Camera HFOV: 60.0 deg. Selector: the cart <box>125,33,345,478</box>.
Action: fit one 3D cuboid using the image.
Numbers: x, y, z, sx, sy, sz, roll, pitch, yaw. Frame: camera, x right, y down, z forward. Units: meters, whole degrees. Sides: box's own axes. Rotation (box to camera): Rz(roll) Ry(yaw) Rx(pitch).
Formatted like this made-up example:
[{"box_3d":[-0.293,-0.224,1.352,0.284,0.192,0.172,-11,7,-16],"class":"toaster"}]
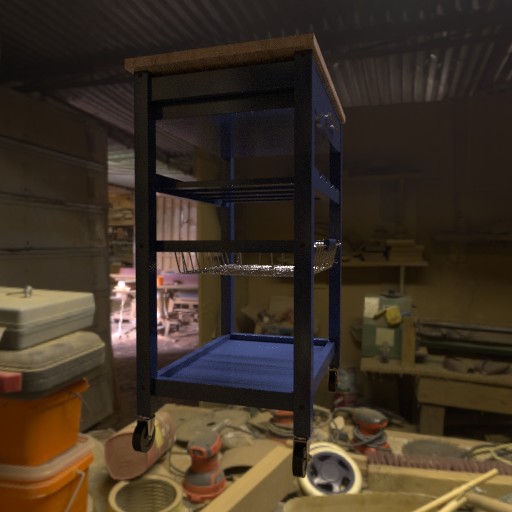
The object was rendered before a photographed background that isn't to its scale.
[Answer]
[{"box_3d":[0.000,0.000,1.151,0.403,0.839,0.584,1,2,17],"class":"cart"}]
